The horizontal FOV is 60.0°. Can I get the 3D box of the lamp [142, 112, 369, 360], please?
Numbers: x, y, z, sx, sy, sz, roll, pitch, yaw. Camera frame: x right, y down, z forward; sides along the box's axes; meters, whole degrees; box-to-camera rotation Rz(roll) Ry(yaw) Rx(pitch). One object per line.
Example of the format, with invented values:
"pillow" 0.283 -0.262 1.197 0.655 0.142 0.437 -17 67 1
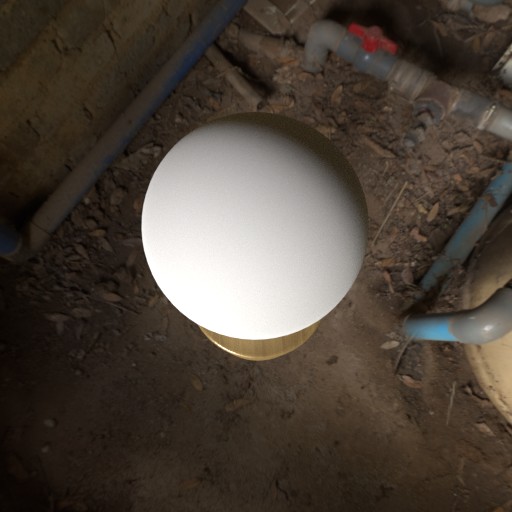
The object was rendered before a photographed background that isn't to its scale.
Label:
"lamp" 0.000 0.000 0.336 0.141 0.250 0.152 -5 76 -1
